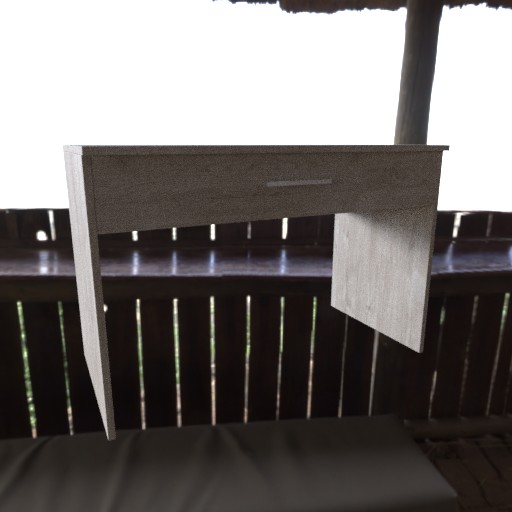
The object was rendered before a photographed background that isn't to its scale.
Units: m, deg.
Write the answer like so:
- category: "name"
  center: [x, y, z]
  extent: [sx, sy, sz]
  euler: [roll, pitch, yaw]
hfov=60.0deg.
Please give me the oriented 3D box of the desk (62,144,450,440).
- category: "desk"
  center: [0.000, 0.000, 1.501]
  extent: [1.100, 0.730, 0.560]
  euler: [-7, 16, -26]
